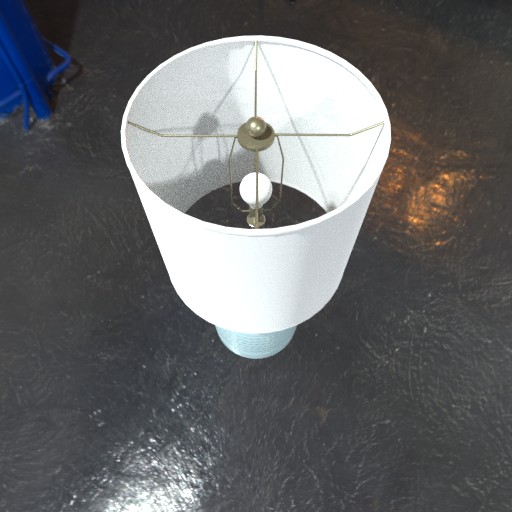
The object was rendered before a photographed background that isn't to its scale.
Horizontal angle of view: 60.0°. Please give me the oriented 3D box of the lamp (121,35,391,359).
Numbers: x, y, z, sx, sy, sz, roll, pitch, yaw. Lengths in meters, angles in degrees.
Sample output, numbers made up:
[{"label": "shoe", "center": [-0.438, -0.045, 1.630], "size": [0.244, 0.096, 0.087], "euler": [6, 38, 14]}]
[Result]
[{"label": "lamp", "center": [0.000, 0.000, 1.071], "size": [0.418, 0.871, 0.418], "euler": [35, 66, 18]}]
